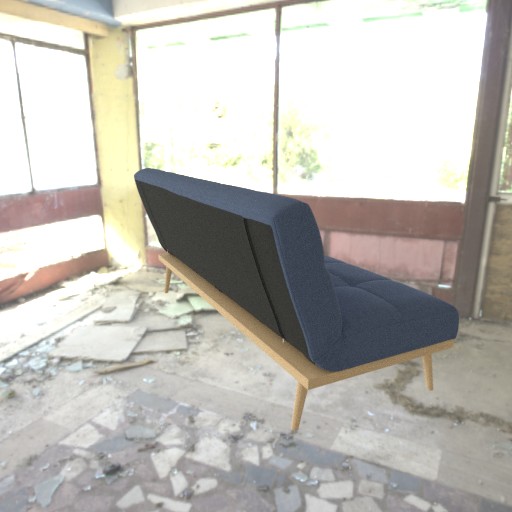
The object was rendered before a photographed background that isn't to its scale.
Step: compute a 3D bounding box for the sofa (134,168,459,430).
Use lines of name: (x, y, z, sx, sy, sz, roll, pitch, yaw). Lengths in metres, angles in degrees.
sofa: (0.000, 0.000, 2.214, 0.796, 0.800, 1.800, -7, 16, -26)
